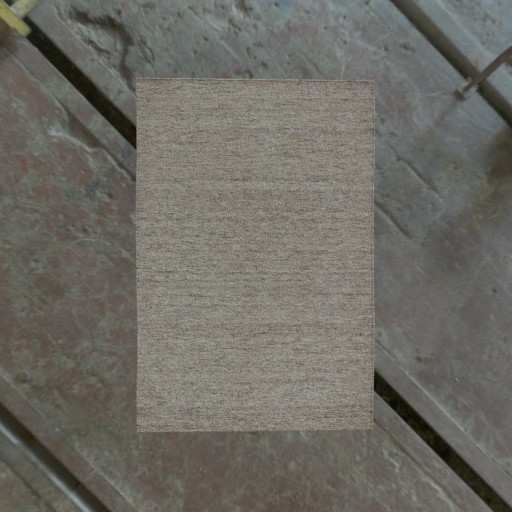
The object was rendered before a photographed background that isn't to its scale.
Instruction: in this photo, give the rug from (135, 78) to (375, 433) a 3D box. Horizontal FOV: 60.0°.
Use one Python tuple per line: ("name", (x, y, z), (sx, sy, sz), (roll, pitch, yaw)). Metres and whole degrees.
("rug", (0.000, 0.000, 2.873), (1.547, 0.013, 2.283), (0, 91, -2))
